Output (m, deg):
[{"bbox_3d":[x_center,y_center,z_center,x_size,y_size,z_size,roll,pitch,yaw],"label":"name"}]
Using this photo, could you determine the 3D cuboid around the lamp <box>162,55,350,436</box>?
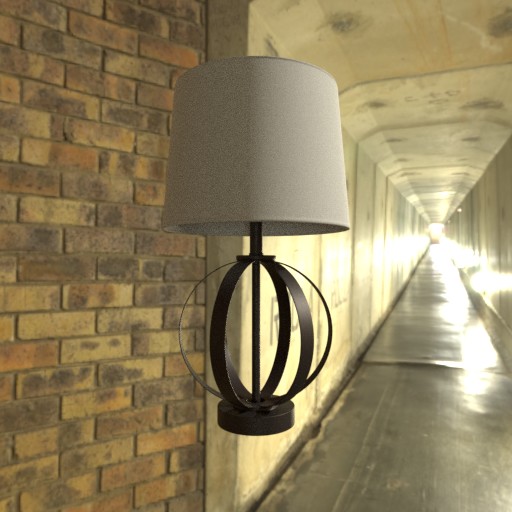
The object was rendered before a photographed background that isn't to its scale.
[{"bbox_3d":[0.000,0.000,0.690,0.286,0.510,0.286,0,-1,0],"label":"lamp"}]
